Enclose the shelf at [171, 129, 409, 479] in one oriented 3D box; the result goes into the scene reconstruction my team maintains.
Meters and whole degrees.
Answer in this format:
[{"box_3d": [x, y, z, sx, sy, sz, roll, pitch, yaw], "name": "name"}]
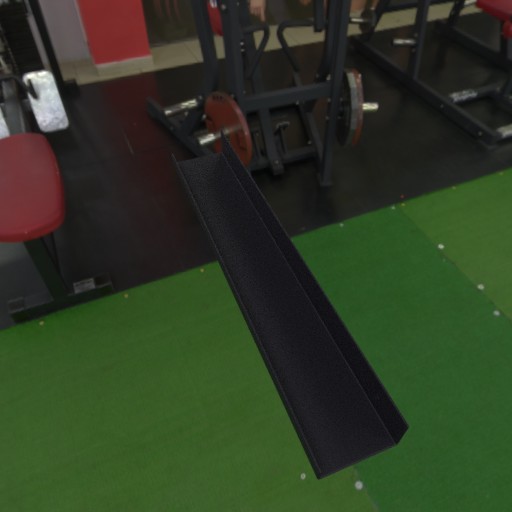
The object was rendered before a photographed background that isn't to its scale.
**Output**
[{"box_3d": [0.000, 0.000, 0.654, 0.102, 0.053, 0.605, -16, 50, -14], "name": "shelf"}]
